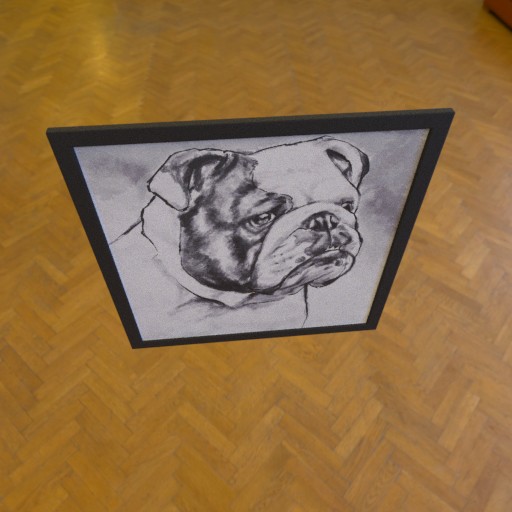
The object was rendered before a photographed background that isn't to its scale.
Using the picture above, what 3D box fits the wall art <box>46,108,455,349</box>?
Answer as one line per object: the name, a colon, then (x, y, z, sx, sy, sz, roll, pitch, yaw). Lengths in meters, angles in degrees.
wall art: (0.000, 0.000, 0.815, 0.562, 0.558, 0.012, -4, 48, -4)
